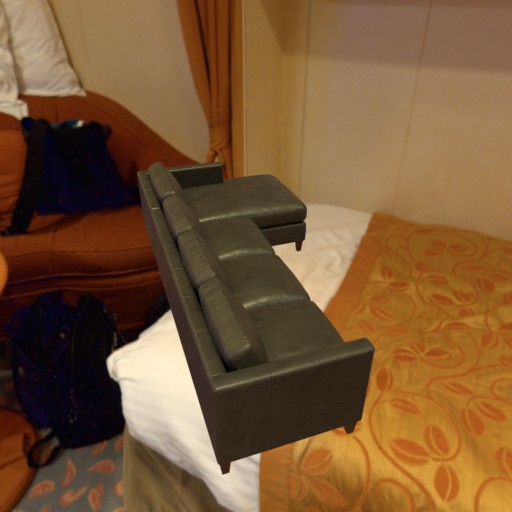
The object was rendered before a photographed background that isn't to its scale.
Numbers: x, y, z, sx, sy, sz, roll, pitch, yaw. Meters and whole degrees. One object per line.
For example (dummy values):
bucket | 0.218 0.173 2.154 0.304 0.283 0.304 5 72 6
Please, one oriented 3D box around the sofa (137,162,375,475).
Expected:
sofa | 0.000 0.000 3.841 1.581 0.883 3.203 -10 33 -16
